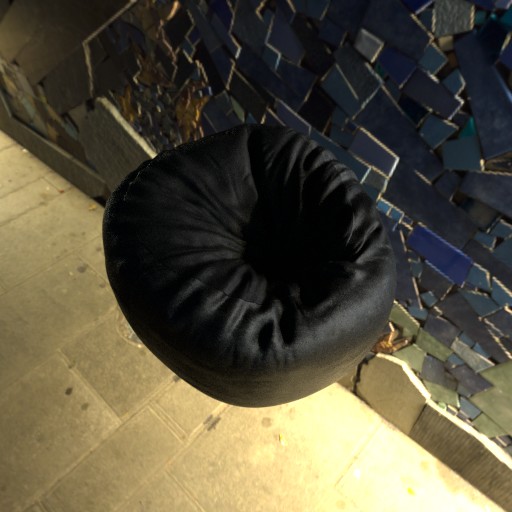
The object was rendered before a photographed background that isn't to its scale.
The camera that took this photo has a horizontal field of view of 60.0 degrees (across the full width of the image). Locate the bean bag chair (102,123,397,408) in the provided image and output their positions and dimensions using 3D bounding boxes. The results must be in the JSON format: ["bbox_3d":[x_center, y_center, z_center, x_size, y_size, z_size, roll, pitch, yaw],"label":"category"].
[{"bbox_3d":[0.000,0.000,2.452,1.524,0.878,1.524,-24,51,-21],"label":"bean bag chair"}]
